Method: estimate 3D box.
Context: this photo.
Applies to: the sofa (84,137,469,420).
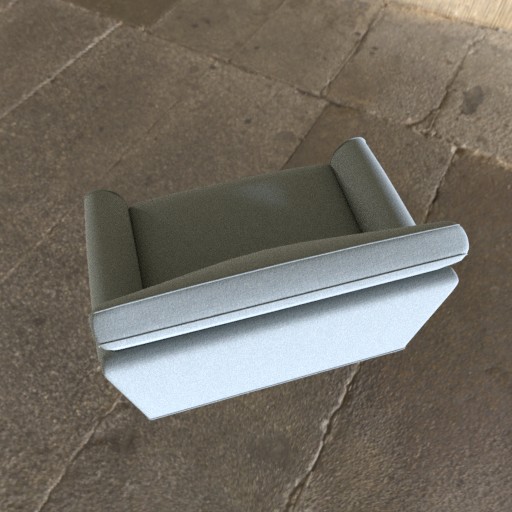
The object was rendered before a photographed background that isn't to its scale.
[{"bbox_3d":[0.000,0.000,1.981,1.410,0.953,0.940,-13,59,-8],"label":"sofa"}]
